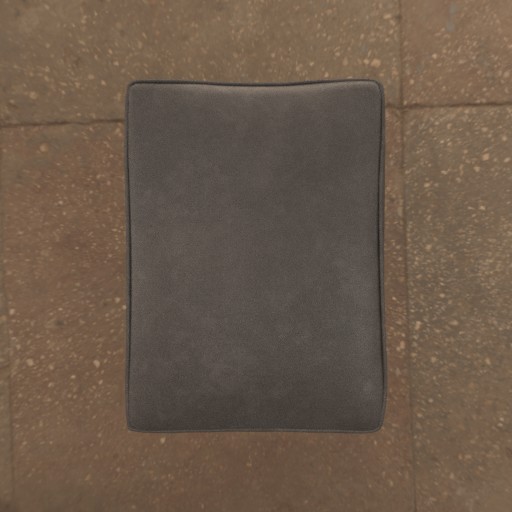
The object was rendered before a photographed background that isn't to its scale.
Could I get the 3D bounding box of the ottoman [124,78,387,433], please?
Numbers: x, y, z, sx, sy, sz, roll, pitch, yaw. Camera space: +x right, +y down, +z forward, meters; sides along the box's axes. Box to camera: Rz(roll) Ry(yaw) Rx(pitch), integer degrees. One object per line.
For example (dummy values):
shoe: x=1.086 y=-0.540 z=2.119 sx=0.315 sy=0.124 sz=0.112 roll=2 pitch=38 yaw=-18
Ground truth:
ottoman: x=0.000 y=0.000 z=1.116 sx=0.554 sy=0.445 sz=0.756 roll=0 pitch=90 yaw=0
